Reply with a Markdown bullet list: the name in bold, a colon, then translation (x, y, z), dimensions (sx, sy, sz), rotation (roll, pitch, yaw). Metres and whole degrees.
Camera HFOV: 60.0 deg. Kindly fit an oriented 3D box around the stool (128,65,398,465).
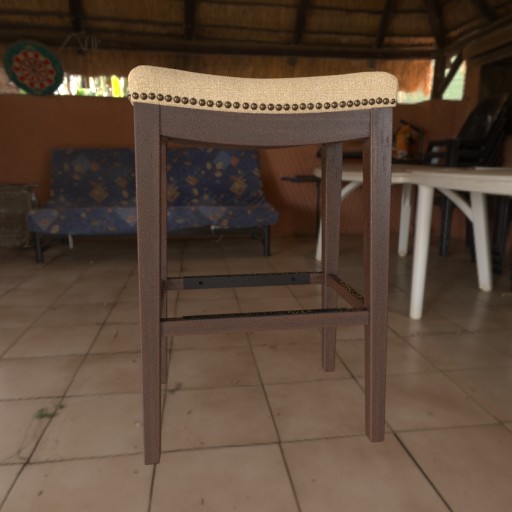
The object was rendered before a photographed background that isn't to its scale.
- **stool**: translation (0.000, 0.000, 1.018), dimensions (0.509, 0.768, 0.363), rotation (-2, 12, -9)
